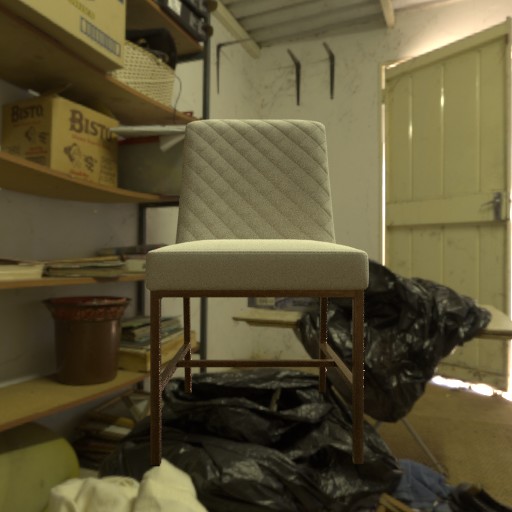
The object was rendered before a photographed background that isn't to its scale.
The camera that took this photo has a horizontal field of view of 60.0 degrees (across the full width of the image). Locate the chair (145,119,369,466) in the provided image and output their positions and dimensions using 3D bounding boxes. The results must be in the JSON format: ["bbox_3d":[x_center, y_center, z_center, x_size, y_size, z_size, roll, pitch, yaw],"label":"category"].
[{"bbox_3d":[0.000,0.000,1.267,0.503,0.933,0.597,0,0,-1],"label":"chair"}]
